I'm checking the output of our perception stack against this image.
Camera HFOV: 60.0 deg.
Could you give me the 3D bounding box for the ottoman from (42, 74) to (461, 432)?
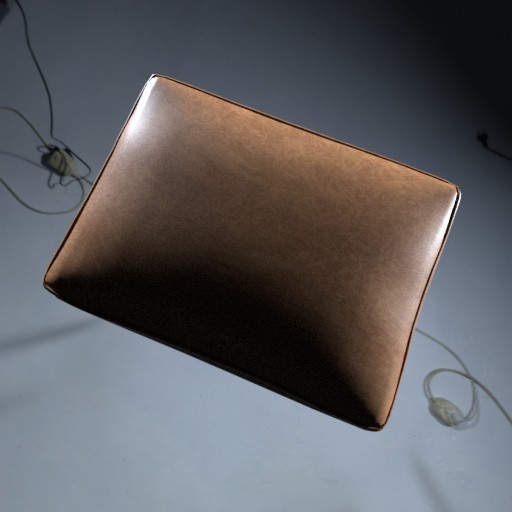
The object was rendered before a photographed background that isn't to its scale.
[{"bbox_3d":[0.000,0.000,1.098,0.756,0.468,0.554,22,78,5],"label":"ottoman"}]
